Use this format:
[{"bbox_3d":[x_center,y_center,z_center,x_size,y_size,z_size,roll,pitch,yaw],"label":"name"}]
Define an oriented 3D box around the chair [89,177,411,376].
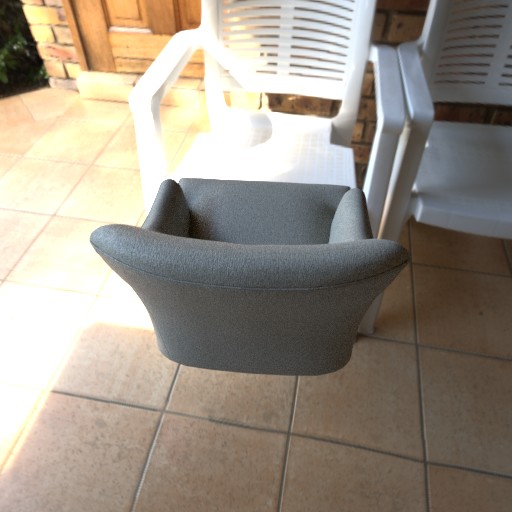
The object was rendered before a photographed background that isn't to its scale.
[{"bbox_3d":[0.000,0.000,1.657,0.864,0.856,0.923,3,47,3],"label":"chair"}]
